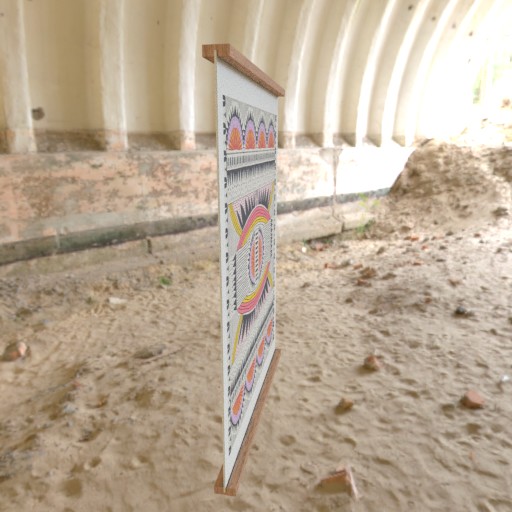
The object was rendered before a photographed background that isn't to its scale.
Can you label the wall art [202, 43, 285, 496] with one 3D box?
[{"bbox_3d":[0.000,0.000,0.688,0.028,0.527,0.403,3,15,11],"label":"wall art"}]
